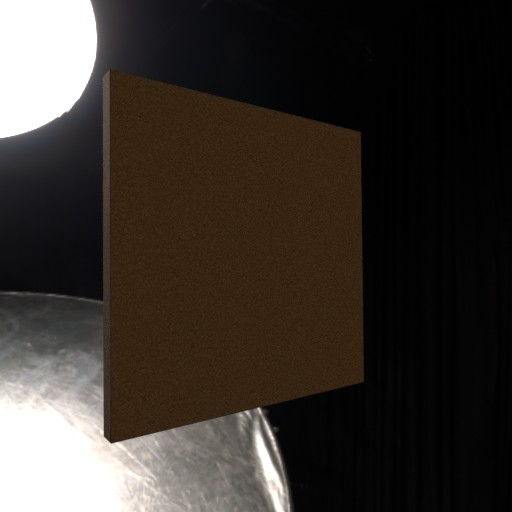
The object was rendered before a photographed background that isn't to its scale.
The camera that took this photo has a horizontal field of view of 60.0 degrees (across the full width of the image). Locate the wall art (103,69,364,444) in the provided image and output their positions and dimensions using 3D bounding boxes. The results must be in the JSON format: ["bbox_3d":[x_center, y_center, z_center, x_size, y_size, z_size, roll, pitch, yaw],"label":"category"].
[{"bbox_3d":[0.000,0.000,0.906,0.611,0.608,0.042,1,-1,-36],"label":"wall art"}]
